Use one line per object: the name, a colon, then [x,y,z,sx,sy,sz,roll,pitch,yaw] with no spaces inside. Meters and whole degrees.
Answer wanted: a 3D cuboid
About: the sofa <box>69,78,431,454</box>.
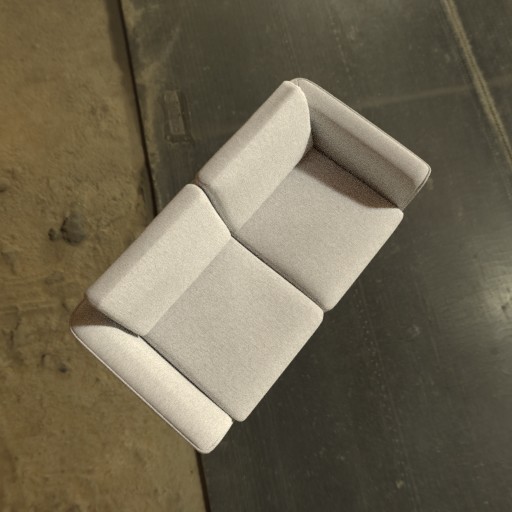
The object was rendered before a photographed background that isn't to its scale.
sofa: [0.000,0.000,2.233,0.920,0.850,1.700,39,78,9]
